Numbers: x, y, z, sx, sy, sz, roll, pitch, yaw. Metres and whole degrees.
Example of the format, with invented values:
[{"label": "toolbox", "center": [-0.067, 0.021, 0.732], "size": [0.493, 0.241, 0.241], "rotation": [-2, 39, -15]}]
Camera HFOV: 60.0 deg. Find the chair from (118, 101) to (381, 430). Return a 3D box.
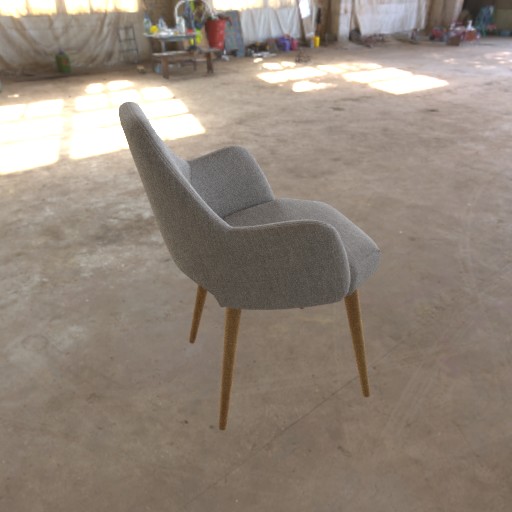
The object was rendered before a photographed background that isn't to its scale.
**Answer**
[{"label": "chair", "center": [0.000, 0.000, 1.231], "size": [0.610, 0.840, 0.590], "rotation": [-11, 33, -17]}]
